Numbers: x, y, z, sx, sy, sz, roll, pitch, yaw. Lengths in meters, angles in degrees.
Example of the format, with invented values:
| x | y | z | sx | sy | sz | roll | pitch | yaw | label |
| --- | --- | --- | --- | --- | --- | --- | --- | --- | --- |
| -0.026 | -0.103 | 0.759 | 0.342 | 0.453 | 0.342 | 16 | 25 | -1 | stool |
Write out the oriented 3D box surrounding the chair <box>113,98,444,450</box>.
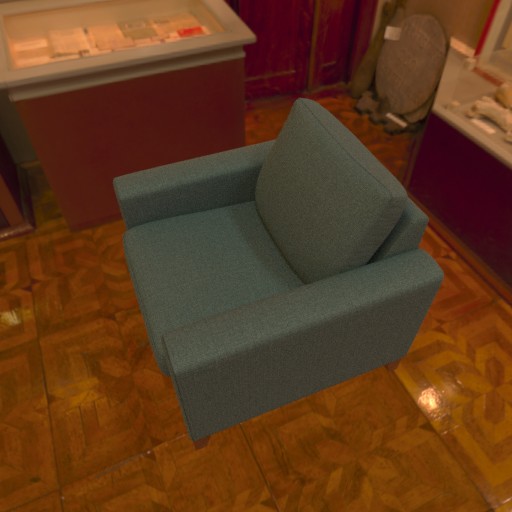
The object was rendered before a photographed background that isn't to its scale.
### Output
| x | y | z | sx | sy | sz | roll | pitch | yaw | label |
| --- | --- | --- | --- | --- | --- | --- | --- | --- | --- |
| 0.000 | 0.000 | 1.891 | 1.038 | 1.010 | 1.024 | -17 | 50 | -15 | chair |
